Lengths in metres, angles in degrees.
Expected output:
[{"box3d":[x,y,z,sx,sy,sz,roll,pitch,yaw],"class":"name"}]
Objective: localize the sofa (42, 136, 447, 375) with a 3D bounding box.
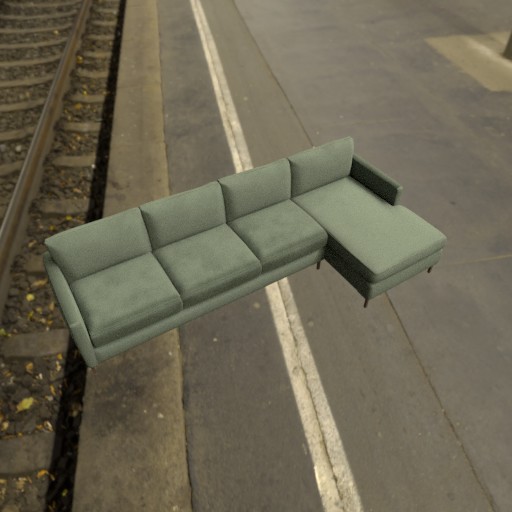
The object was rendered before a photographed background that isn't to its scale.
[{"box3d":[0.000,0.000,3.266,2.725,0.756,1.255,-23,49,-22],"class":"sofa"}]
